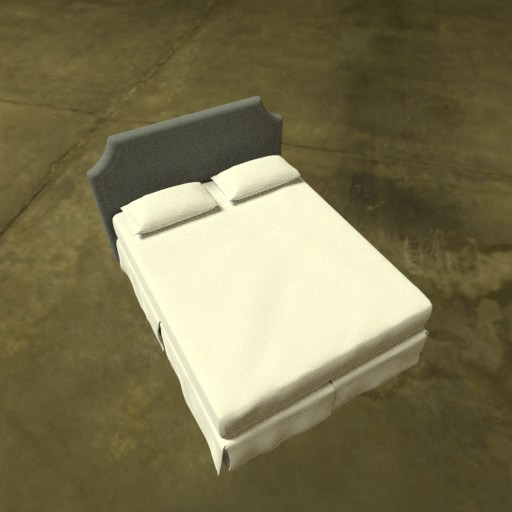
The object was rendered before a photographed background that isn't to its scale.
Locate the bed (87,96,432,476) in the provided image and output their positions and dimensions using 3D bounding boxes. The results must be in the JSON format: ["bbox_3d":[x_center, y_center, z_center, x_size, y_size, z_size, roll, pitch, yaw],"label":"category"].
[{"bbox_3d":[0.000,0.000,3.404,1.811,1.296,2.259,-23,51,-20],"label":"bed"}]
